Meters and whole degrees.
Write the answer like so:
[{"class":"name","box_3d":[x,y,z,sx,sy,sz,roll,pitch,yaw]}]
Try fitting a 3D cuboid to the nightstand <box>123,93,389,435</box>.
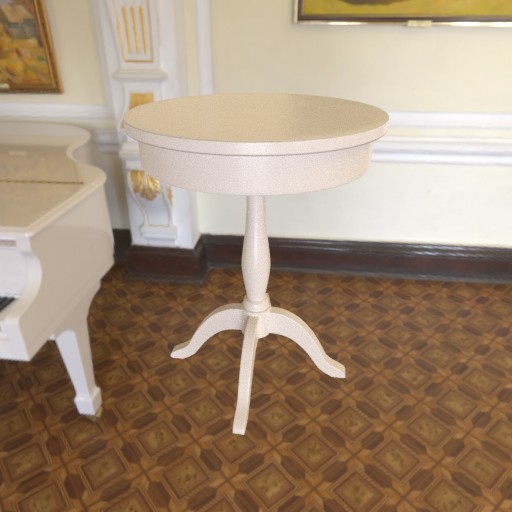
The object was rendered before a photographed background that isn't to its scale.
[{"class":"nightstand","box_3d":[0.000,0.000,1.033,0.513,0.653,0.513,9,29,17]}]
